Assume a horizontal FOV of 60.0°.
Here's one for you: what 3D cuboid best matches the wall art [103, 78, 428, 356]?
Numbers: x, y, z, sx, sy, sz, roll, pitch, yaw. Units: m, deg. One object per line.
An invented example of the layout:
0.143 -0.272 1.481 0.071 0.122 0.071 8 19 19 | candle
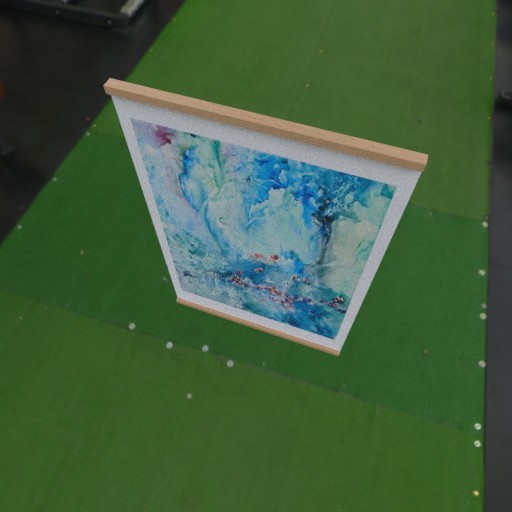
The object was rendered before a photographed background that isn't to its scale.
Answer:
0.000 0.000 0.654 0.335 0.510 0.013 17 59 10 | wall art
